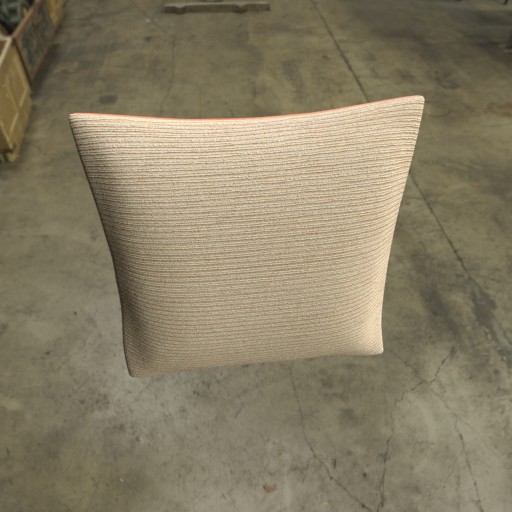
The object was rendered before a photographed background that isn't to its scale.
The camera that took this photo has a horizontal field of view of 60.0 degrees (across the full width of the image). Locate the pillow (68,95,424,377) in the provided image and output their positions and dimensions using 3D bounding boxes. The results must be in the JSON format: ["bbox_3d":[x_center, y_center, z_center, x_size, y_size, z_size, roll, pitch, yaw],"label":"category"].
[{"bbox_3d":[0.000,0.000,0.629,0.424,0.401,0.177,-4,46,-4],"label":"pillow"}]
